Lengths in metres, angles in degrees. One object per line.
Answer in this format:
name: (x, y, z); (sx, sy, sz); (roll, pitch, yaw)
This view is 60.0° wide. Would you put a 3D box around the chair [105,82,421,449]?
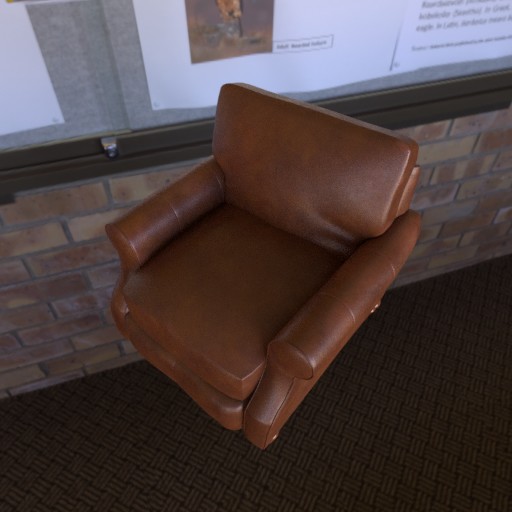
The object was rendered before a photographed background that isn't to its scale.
chair: (0.000, 0.000, 1.744); (0.989, 0.972, 0.992); (30, 53, 26)
